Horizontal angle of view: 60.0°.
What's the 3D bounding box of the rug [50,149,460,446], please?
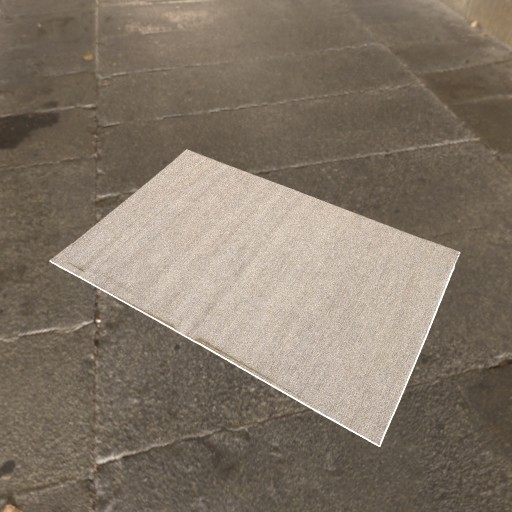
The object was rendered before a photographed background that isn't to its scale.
[{"bbox_3d":[0.000,0.000,2.324,1.820,0.022,1.179,24,52,21],"label":"rug"}]
